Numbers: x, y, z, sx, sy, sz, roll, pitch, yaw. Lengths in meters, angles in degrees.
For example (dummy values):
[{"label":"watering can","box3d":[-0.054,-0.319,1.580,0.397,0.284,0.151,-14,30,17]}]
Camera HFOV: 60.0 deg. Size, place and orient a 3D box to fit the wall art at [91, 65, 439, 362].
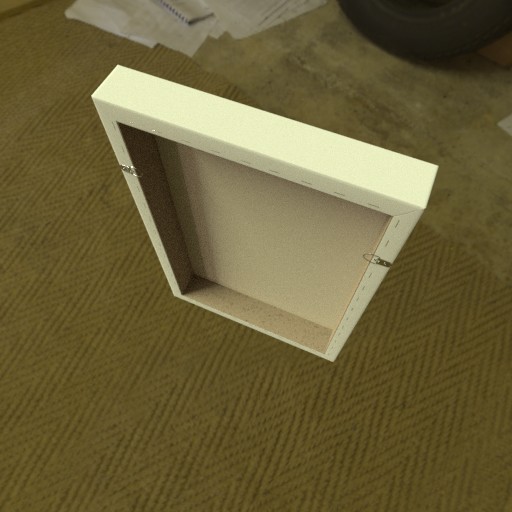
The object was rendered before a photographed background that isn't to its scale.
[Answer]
[{"label":"wall art","box3d":[0.000,0.000,0.483,0.252,0.381,0.039,21,64,11]}]
